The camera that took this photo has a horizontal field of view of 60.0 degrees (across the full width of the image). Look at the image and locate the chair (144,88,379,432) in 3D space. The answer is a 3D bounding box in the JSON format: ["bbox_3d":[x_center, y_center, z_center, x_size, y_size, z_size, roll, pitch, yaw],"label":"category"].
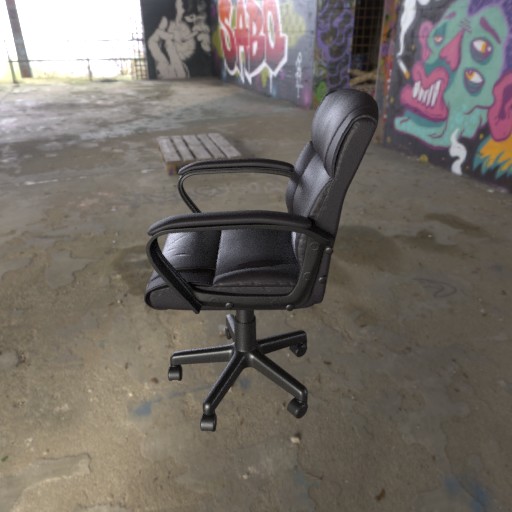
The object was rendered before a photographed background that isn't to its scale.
[{"bbox_3d":[0.000,0.000,1.425,0.641,0.998,0.576,0,27,0],"label":"chair"}]
